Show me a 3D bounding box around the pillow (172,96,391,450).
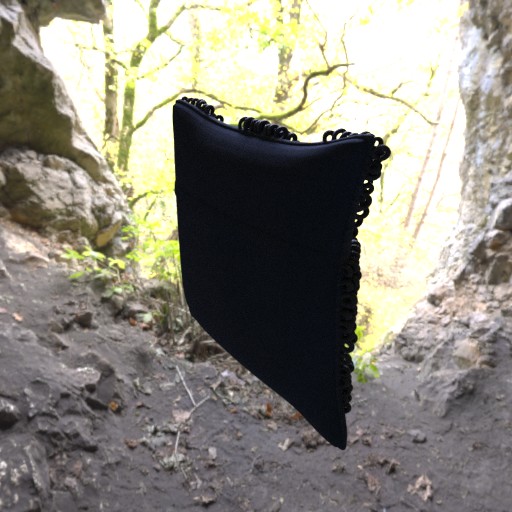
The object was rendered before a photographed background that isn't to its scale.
[{"bbox_3d":[0.000,0.000,0.736,0.172,0.466,0.469,-19,32,-33],"label":"pillow"}]
